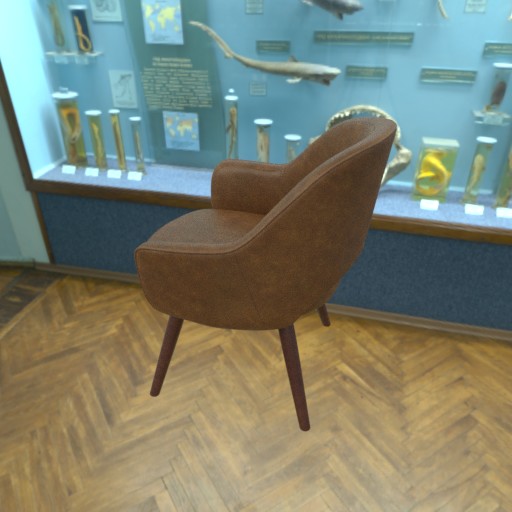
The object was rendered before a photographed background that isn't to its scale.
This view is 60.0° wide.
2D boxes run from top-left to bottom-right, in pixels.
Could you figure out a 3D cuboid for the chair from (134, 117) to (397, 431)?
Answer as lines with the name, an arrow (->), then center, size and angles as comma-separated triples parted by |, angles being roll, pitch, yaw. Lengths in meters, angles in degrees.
chair -> 0.000, 0.000, 1.243 | 0.640, 0.777, 0.591 | 8, 32, 13
